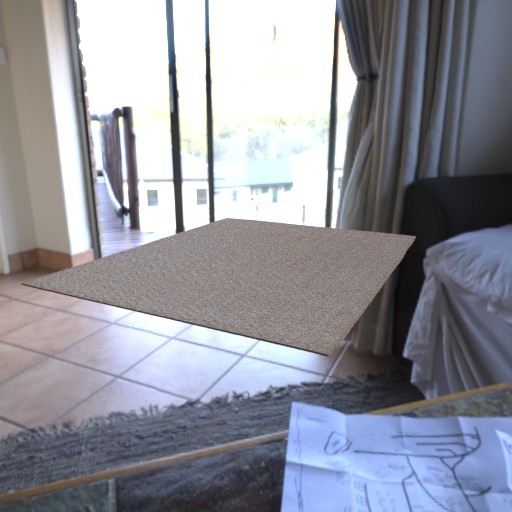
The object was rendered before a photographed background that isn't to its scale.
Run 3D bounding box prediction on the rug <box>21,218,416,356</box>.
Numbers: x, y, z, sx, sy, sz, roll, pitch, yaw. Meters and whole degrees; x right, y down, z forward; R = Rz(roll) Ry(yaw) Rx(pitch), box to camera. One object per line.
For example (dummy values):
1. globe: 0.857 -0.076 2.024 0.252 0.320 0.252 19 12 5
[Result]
1. rug: 0.000 0.000 4.096 2.439 0.013 3.048 8 17 26
